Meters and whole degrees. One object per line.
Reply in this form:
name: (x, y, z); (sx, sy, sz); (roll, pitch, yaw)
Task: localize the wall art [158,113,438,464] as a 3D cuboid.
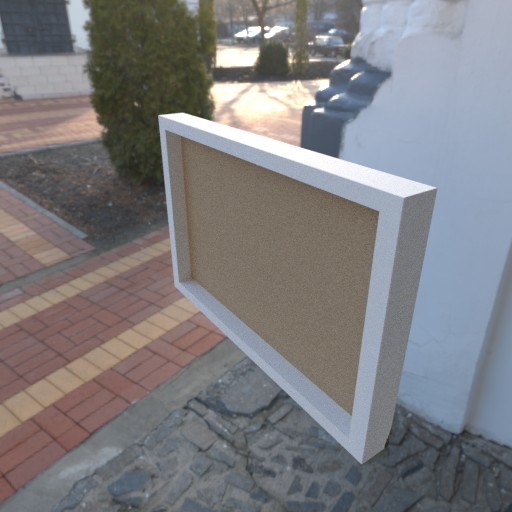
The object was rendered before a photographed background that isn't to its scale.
wall art: (0.000, 0.000, 0.493); (0.039, 0.254, 0.384); (-17, 32, -30)
